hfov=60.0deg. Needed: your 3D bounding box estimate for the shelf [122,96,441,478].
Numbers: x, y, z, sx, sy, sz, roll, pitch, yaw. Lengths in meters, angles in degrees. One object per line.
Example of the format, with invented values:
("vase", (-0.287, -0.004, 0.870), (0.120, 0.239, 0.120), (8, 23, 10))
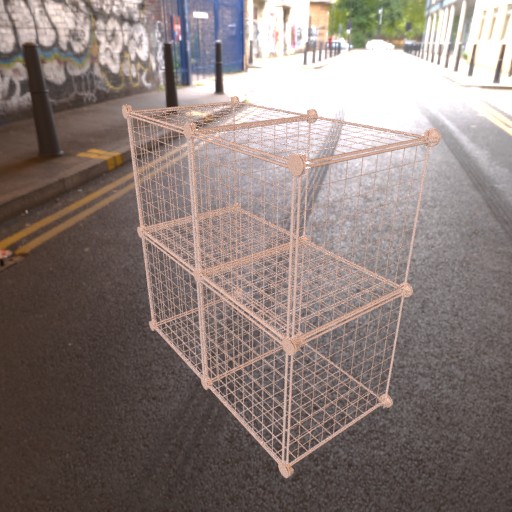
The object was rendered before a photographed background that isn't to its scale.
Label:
("shelf", (0.000, 0.000, 1.162), (0.356, 0.711, 0.711), (-18, 31, -32))
